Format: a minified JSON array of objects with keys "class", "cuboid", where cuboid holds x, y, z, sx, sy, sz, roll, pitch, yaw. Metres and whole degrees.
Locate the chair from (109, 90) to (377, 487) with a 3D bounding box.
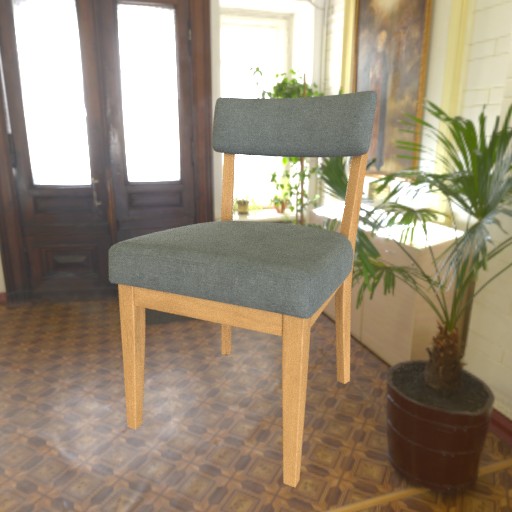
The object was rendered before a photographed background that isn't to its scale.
[{"class":"chair","cuboid":[0.000,0.000,1.157,0.508,0.832,0.572,7,17,25]}]
